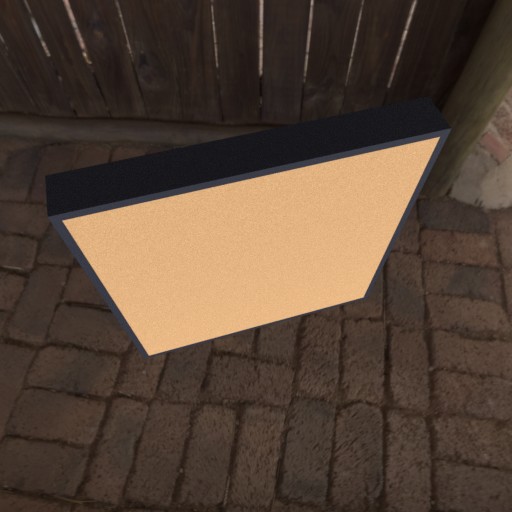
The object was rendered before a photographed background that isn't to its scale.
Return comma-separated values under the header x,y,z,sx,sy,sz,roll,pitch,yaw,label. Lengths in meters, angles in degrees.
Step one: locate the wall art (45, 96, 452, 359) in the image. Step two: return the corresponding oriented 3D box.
x,y,z,sx,sy,sz,roll,pitch,yaw,label
0.000,0.000,0.461,0.304,0.304,0.038,-14,60,-8,wall art
